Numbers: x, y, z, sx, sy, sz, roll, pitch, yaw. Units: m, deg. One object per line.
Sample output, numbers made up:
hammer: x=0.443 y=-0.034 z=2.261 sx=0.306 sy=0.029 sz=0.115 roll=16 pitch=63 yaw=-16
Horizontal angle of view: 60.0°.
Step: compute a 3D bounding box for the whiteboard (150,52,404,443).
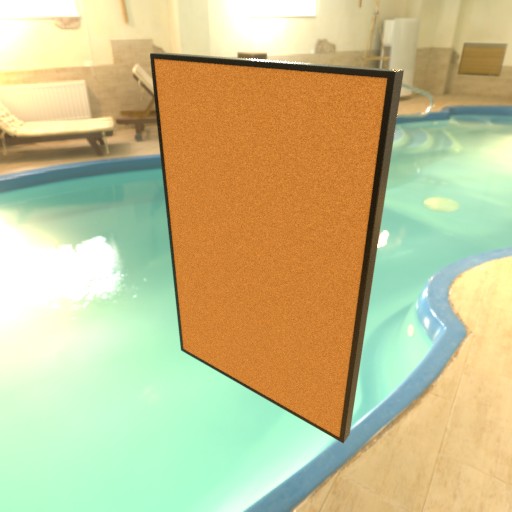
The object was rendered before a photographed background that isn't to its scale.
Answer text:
whiteboard: x=0.000 y=0.000 z=0.751 sx=0.406 sy=0.611 sz=0.026 roll=20 pitch=35 yaw=32
